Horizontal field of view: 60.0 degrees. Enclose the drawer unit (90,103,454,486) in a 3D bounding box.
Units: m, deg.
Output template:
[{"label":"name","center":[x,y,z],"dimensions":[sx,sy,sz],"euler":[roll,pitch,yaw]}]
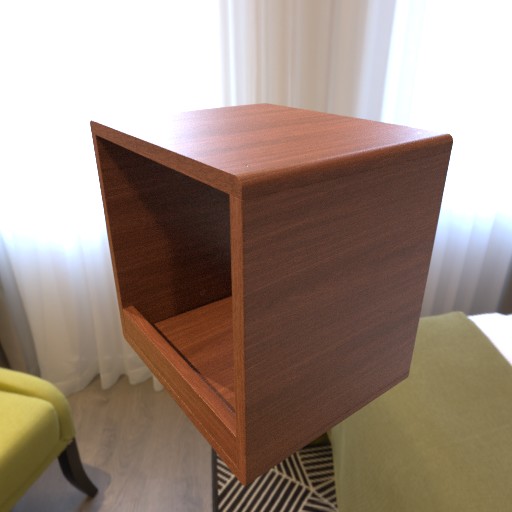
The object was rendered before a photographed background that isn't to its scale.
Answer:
[{"label":"drawer unit","center":[0.000,0.000,0.615],"dimensions":[0.290,0.351,0.349],"euler":[-18,31,-33]}]
